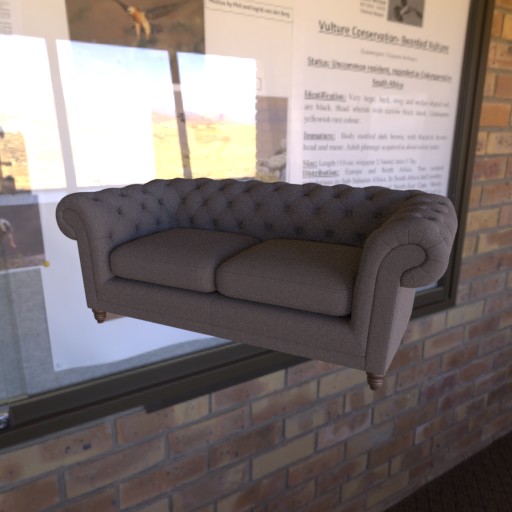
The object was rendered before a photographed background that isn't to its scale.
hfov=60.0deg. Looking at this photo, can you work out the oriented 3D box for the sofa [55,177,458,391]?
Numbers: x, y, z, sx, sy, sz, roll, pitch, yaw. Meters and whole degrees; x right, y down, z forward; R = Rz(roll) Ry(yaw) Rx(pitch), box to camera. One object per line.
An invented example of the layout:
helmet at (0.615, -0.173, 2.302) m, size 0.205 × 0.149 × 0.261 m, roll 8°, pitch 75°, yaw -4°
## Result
sofa at (0.000, 0.000, 2.475) m, size 1.998 × 0.764 × 0.986 m, roll 7°, pitch 17°, yaw 25°
